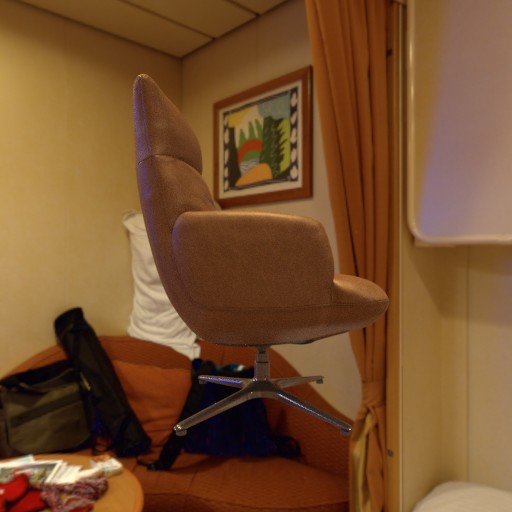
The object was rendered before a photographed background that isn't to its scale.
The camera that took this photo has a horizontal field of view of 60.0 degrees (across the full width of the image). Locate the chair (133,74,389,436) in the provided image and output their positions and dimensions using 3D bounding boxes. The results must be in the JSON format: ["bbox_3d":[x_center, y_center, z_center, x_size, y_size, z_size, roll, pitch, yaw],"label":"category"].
[{"bbox_3d":[0.000,0.000,1.539,0.794,1.027,0.711,0,0,0],"label":"chair"}]
